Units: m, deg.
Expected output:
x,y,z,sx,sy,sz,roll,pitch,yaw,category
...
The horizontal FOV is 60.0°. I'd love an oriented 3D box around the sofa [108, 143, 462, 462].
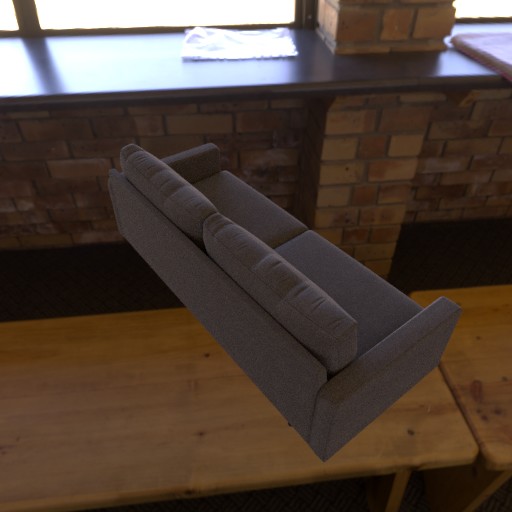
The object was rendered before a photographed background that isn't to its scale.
x,y,z,sx,sy,sz,roll,pitch,yaw,category
0.000,0.000,2.602,0.880,0.880,2.100,-27,47,-28,sofa
